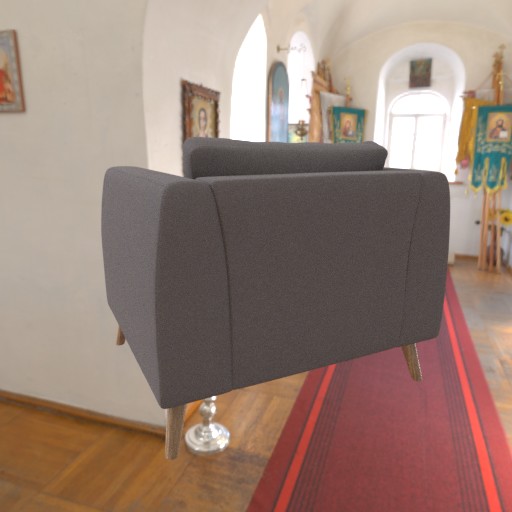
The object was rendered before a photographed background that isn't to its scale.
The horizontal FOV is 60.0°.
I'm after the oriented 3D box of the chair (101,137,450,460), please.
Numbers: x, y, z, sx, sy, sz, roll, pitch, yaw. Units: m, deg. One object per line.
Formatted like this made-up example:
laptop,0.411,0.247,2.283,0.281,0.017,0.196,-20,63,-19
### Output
chair,0.000,0.000,1.673,1.000,0.860,0.930,-7,16,-26
